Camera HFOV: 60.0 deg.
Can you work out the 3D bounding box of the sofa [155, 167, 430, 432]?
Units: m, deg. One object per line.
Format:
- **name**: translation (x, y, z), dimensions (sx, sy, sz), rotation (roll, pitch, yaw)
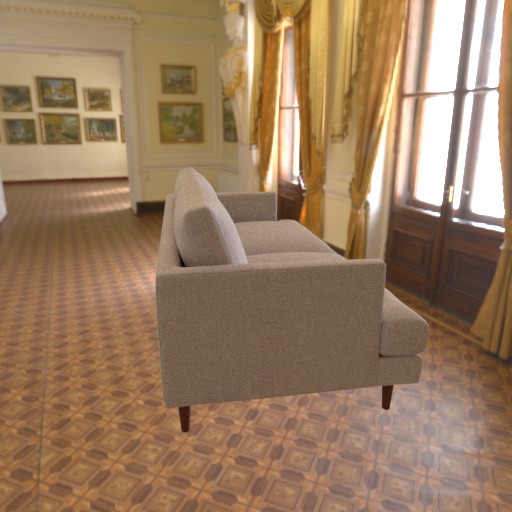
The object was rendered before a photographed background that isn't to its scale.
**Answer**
- **sofa**: translation (0.000, 0.000, 2.510), dimensions (1.020, 0.868, 1.948), rotation (-3, 16, -10)
